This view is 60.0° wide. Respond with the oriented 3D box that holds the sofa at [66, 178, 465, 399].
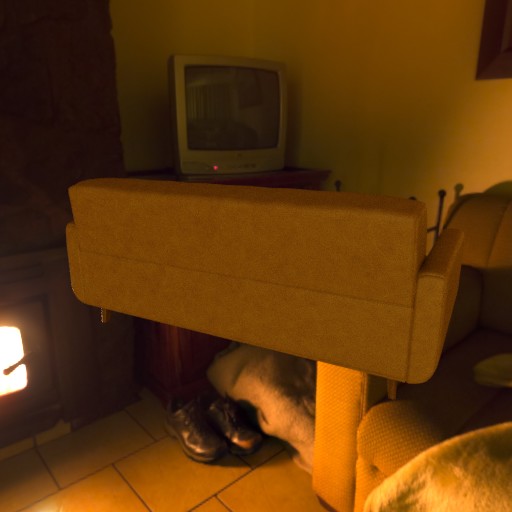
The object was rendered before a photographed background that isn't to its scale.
[{"bbox_3d":[0.000,0.000,2.586,2.137,0.892,0.980,8,18,27],"label":"sofa"}]
